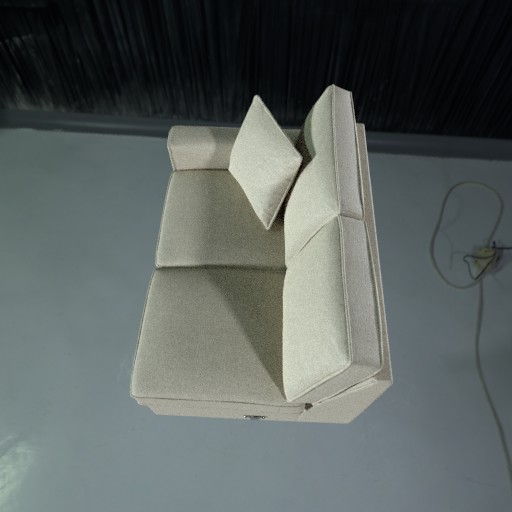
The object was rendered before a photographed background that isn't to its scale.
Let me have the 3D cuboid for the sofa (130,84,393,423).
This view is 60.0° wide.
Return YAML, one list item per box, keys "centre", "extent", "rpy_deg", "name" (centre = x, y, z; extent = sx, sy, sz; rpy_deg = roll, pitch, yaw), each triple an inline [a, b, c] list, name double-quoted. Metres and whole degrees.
- centre: [0.000, 0.000, 2.112]
  extent: [0.991, 0.989, 1.388]
  rpy_deg: [2, 60, 1]
  name: "sofa"
